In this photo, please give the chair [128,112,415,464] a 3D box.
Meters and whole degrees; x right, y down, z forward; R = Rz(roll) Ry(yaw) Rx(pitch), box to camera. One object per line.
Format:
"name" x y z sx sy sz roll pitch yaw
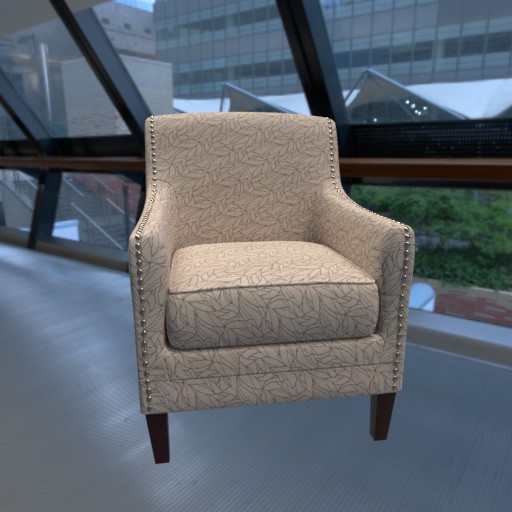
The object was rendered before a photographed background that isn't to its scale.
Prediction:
"chair" 0.000 0.000 1.259 0.623 0.816 0.651 -2 14 -9
